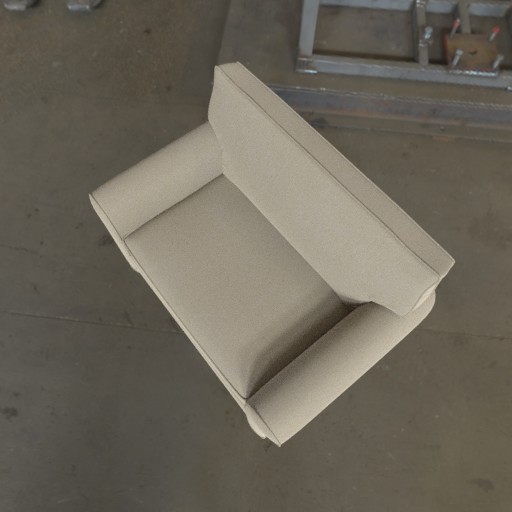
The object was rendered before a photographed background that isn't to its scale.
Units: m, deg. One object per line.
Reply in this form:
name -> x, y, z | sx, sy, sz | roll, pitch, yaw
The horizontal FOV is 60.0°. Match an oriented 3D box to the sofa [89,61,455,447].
sofa -> 0.000, 0.000, 2.074 | 0.937, 1.006, 1.405 | -36, 70, -15
